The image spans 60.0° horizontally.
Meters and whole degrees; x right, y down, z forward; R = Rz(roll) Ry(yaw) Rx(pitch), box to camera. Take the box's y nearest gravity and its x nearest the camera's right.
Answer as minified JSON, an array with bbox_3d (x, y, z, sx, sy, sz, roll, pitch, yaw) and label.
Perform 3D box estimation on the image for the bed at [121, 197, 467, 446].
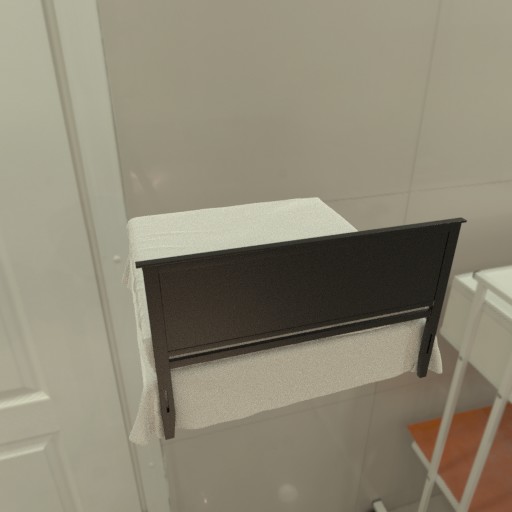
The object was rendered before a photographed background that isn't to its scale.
[{"bbox_3d":[0.000,0.000,3.697,2.315,1.271,2.219,-8,29,-15],"label":"bed"}]
